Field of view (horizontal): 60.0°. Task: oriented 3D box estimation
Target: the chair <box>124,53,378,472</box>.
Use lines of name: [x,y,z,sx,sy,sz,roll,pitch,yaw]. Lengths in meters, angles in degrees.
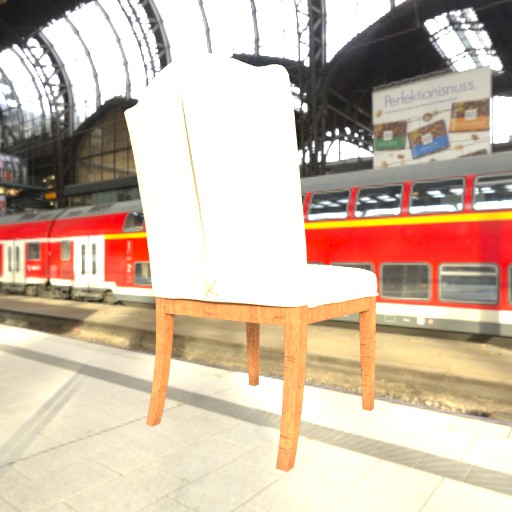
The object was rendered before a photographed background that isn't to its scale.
chair: [0.000,0.000,1.361,0.534,1.012,0.648,0,0,36]
